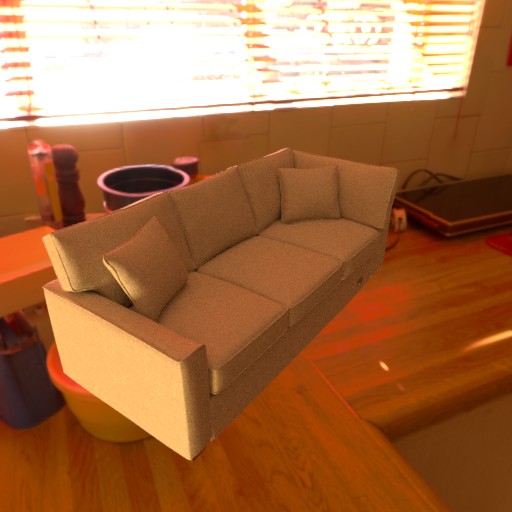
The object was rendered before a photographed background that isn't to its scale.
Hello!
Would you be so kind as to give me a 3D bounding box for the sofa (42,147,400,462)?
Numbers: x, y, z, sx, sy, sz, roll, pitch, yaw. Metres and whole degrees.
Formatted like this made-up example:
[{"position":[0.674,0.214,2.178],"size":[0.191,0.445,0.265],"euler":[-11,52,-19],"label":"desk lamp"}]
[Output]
[{"position":[0.000,0.000,2.882],"size":[1.061,0.962,2.317],"euler":[18,32,31],"label":"sofa"}]
